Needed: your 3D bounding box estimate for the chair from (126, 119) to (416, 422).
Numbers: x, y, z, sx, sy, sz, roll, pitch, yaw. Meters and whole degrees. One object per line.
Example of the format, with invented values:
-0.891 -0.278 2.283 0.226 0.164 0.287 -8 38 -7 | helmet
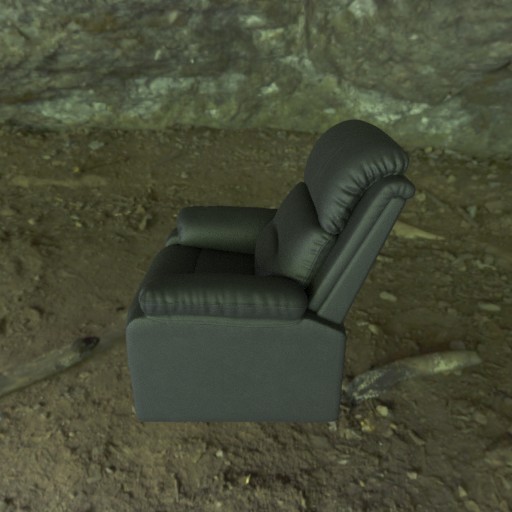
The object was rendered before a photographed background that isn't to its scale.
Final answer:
0.000 0.000 1.708 0.919 0.992 0.855 0 25 0 | chair
